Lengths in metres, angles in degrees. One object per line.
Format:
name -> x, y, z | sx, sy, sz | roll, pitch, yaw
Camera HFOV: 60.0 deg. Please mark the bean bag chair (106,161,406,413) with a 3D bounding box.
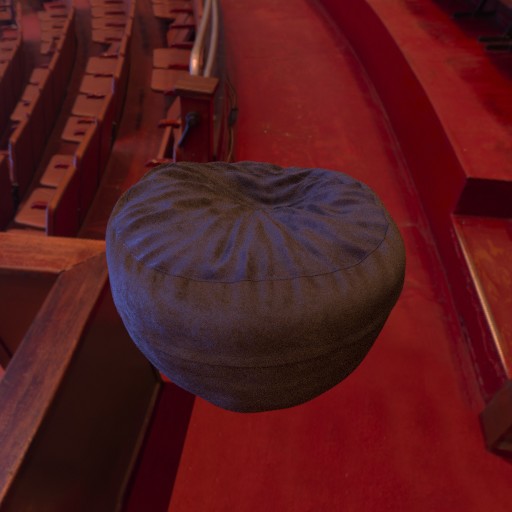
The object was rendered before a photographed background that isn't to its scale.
bean bag chair -> 0.000, 0.000, 1.977 | 1.245, 0.821, 1.245 | 0, 44, 0
